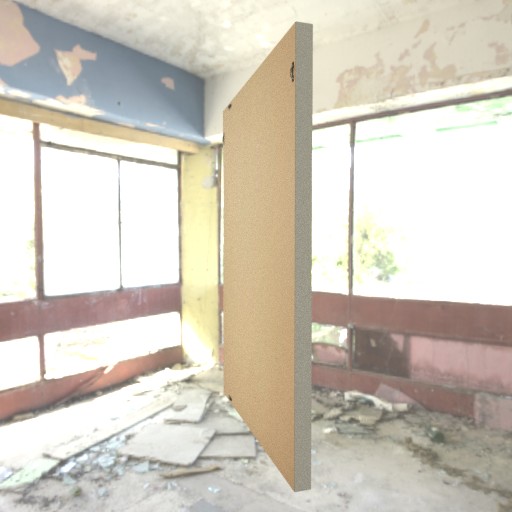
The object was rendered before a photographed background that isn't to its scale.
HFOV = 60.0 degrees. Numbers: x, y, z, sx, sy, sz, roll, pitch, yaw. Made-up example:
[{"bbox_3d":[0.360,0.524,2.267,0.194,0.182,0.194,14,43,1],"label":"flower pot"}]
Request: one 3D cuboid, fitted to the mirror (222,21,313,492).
[{"bbox_3d":[0.000,0.000,1.155,0.041,0.914,0.609,-1,2,-17],"label":"mirror"}]
